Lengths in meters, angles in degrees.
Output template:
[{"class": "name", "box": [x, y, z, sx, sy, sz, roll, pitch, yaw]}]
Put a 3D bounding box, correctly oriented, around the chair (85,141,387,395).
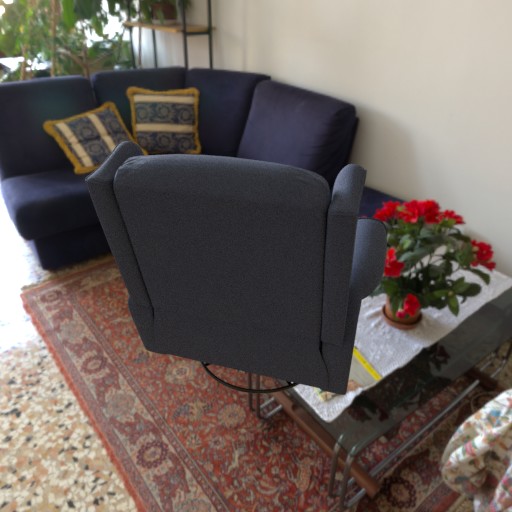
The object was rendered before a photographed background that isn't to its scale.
[{"class": "chair", "box": [0.000, 0.000, 1.727, 0.971, 1.020, 0.877, 9, 33, 14]}]
